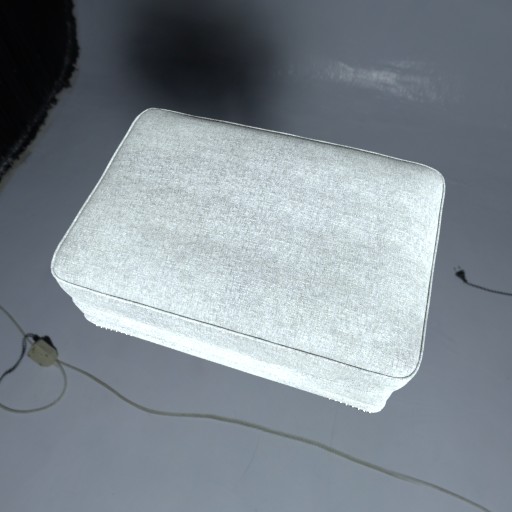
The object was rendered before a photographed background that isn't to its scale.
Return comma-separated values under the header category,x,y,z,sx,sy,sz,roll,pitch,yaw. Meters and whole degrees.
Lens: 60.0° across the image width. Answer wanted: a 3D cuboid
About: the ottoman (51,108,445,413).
category,x,y,z,sx,sy,sz,roll,pitch,yaw
ottoman,0.000,0.000,1.157,0.813,0.457,0.561,15,61,9
